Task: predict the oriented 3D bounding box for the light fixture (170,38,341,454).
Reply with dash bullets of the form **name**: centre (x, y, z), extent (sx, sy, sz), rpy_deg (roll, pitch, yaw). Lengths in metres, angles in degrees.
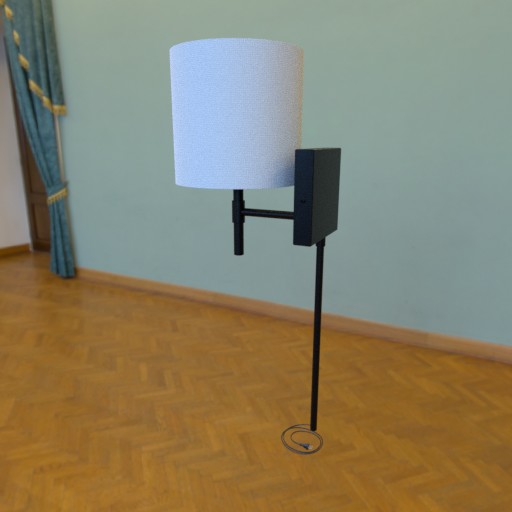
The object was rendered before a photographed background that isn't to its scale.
- **light fixture**: centre (0.000, 0.000, 0.691), extent (0.248, 0.589, 0.188), rpy_deg (7, 16, 25)
